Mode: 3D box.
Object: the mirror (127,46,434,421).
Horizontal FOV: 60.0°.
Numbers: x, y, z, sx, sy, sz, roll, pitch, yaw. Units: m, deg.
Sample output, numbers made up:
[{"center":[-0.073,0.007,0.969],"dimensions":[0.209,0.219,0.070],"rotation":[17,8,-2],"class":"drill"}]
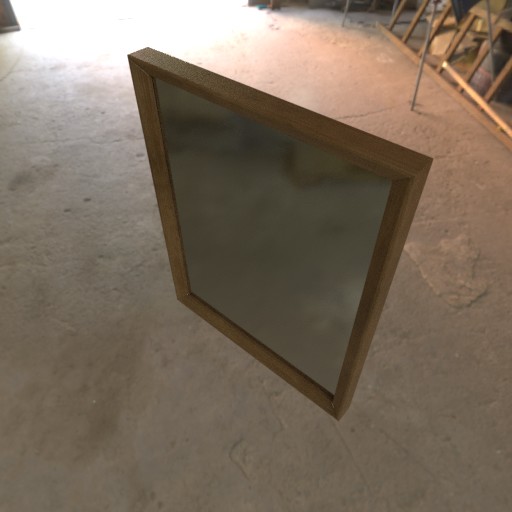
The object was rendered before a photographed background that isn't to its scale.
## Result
[{"center":[0.000,0.000,0.675],"dimensions":[0.406,0.509,0.041],"rotation":[32,54,27],"class":"mirror"}]
